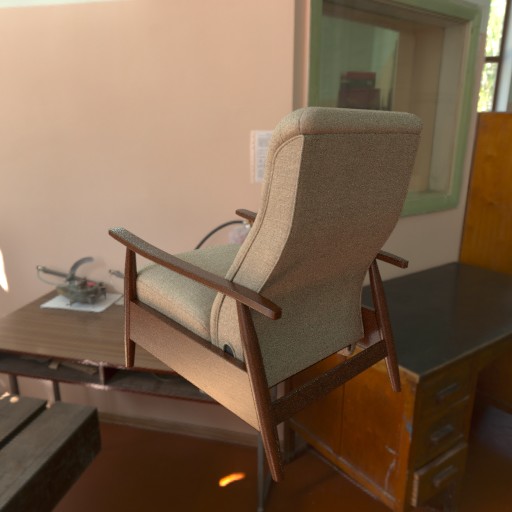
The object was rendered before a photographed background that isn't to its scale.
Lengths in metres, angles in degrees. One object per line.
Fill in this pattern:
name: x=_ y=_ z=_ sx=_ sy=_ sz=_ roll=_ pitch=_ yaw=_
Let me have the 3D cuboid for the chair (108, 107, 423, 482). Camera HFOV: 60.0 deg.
chair: x=0.000 y=0.000 z=1.773 sx=0.762 sy=1.082 sz=1.014 roll=-14 pitch=21 yaw=-41
